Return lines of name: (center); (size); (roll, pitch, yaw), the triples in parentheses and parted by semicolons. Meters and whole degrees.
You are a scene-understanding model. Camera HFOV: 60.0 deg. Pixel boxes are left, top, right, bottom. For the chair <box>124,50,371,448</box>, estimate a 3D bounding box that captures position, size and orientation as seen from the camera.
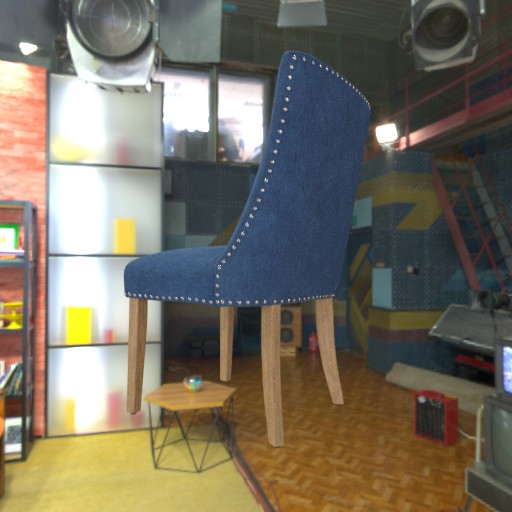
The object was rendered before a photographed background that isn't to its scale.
chair: (0.000, 0.000, 1.290); (0.610, 0.902, 0.495); (-1, -2, 34)
